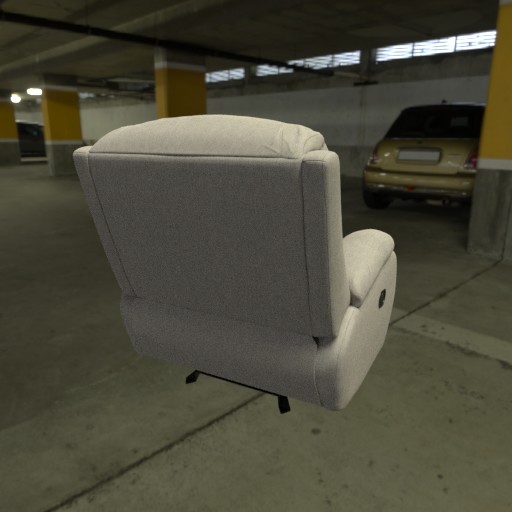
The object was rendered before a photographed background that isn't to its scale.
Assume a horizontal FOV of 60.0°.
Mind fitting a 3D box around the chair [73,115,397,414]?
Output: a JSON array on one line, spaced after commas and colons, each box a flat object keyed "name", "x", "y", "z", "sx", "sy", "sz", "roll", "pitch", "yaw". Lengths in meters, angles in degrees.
[{"name": "chair", "x": 0.000, "y": 0.000, "z": 1.700, "sx": 0.930, "sy": 1.011, "sz": 0.899, "roll": 8, "pitch": 17, "yaw": 27}]
